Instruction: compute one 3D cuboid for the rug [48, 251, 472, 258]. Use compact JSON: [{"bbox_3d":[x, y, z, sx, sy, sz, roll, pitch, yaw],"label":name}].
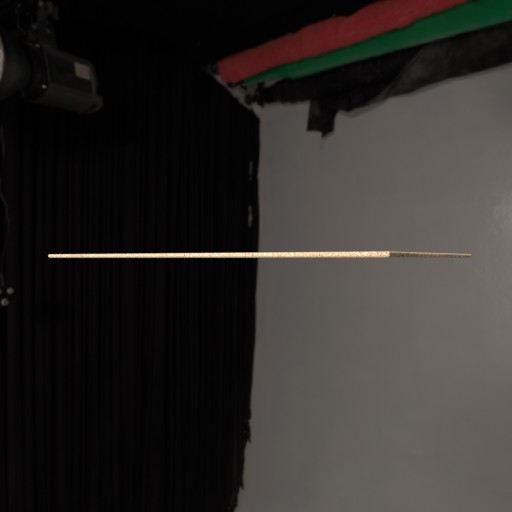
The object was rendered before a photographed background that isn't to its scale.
[{"bbox_3d":[0.000,0.000,3.395,2.699,0.025,1.800,0,0,36],"label":"rug"}]
